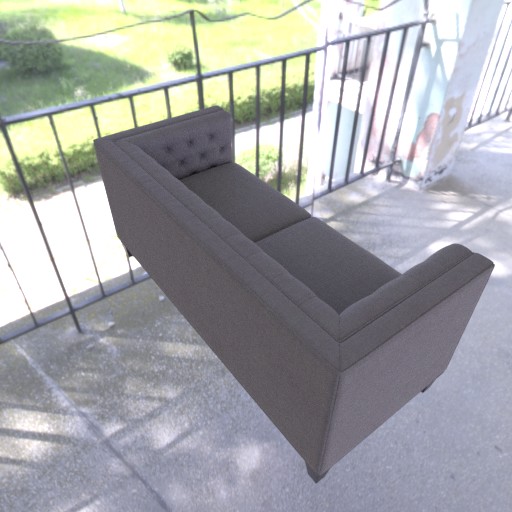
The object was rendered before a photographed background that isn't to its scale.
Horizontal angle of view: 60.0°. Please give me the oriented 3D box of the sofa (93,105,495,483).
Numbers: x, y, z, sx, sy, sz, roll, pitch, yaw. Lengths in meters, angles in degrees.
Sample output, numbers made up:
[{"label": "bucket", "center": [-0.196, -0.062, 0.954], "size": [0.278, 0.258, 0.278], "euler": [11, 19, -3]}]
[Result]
[{"label": "sofa", "center": [0.000, 0.000, 2.149], "size": [0.775, 0.762, 1.778], "euler": [-26, 47, -27]}]
